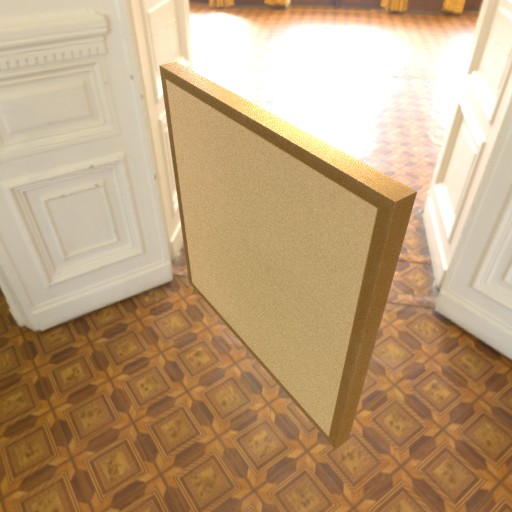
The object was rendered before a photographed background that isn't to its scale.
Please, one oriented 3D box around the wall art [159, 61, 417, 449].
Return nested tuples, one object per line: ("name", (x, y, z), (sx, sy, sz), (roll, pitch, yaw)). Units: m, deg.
("wall art", (0.000, 0.000, 0.763), (0.033, 0.509, 0.510), (-25, 47, -26))
